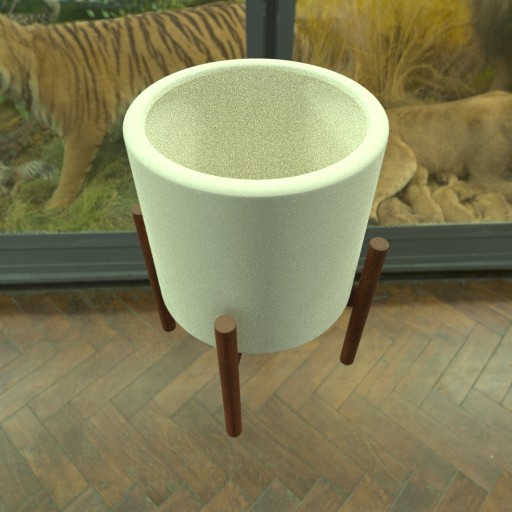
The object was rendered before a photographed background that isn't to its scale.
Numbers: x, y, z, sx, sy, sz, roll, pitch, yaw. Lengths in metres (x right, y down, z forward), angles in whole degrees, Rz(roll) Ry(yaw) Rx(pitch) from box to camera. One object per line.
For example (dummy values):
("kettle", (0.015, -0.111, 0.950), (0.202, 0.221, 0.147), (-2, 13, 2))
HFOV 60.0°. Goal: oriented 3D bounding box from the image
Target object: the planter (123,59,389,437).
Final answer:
("planter", (0.000, 0.000, 0.507), (0.224, 0.358, 0.224), (-25, 51, -22))
